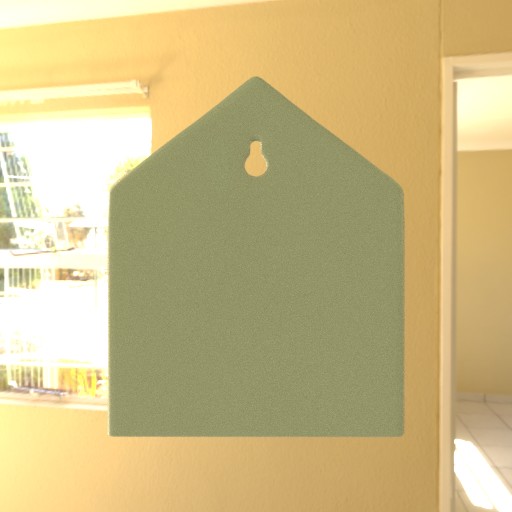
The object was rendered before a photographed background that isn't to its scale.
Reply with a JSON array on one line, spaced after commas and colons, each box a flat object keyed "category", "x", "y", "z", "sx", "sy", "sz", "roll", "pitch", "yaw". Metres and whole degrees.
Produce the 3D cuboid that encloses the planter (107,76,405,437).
[{"category": "planter", "x": 0.000, "y": 0.000, "z": 0.281, "sx": 0.164, "sy": 0.197, "sz": 0.079, "roll": 0, "pitch": 0, "yaw": 0}]
